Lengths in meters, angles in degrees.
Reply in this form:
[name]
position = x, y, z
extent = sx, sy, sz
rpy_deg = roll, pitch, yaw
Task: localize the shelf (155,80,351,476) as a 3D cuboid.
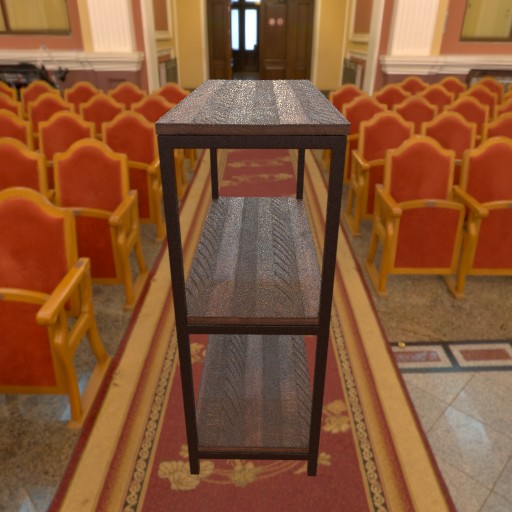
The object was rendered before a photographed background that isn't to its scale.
[shelf]
position = 0.000, 0.000, 1.376
extent = 0.352, 0.947, 0.822
rpy_deg = 0, 27, 1
